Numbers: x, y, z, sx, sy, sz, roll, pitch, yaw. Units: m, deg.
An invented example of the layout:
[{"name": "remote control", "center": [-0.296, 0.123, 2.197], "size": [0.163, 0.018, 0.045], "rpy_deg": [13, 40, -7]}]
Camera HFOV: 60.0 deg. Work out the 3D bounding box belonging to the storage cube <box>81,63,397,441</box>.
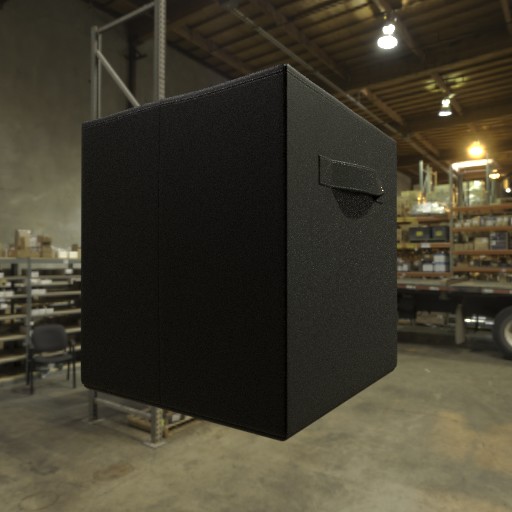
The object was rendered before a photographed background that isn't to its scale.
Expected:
[{"name": "storage cube", "center": [0.000, 0.000, 0.498], "size": [0.270, 0.280, 0.270], "rpy_deg": [0, -1, 35]}]
